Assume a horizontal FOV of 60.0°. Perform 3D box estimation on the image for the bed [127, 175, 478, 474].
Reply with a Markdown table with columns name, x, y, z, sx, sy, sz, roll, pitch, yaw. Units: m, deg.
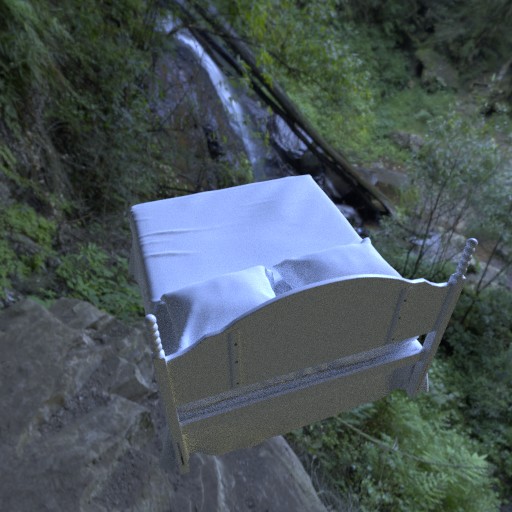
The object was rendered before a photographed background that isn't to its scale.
| name | x | y | z | sx | sy | sz | roll | pitch | yaw |
| --- | --- | --- | --- | --- | --- | --- | --- | --- | --- |
| bed | 0.000 | 0.000 | 3.146 | 1.873 | 1.356 | 2.040 | -12 | 42 | -14 |
